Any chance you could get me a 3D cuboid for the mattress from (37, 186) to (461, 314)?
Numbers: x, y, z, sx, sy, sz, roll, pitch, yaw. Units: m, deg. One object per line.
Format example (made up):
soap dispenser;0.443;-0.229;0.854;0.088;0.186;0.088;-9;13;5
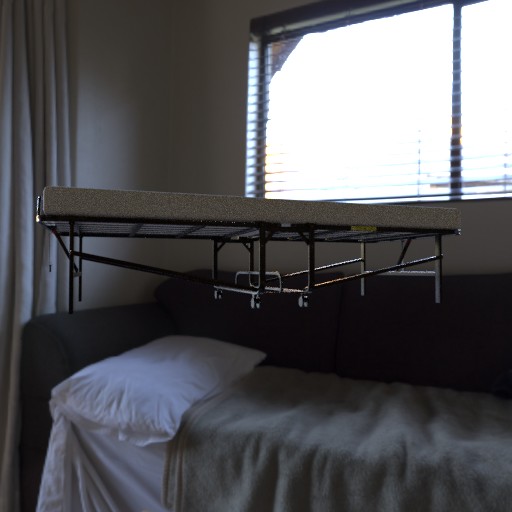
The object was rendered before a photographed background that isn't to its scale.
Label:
mattress;0.000;0.000;2.501;2.153;0.519;0.922;1;-2;-19
